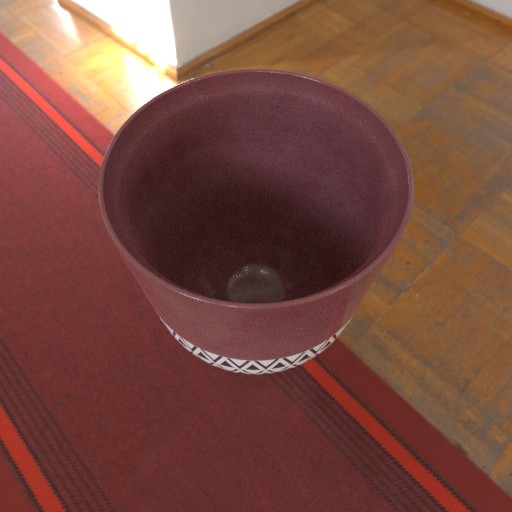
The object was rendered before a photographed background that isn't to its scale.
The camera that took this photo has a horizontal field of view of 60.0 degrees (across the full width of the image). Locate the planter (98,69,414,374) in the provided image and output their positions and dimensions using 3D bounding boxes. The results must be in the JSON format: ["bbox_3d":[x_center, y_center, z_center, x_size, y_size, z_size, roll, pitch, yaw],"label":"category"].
[{"bbox_3d":[0.000,0.000,0.368,0.195,0.214,0.195,0,58,0],"label":"planter"}]
